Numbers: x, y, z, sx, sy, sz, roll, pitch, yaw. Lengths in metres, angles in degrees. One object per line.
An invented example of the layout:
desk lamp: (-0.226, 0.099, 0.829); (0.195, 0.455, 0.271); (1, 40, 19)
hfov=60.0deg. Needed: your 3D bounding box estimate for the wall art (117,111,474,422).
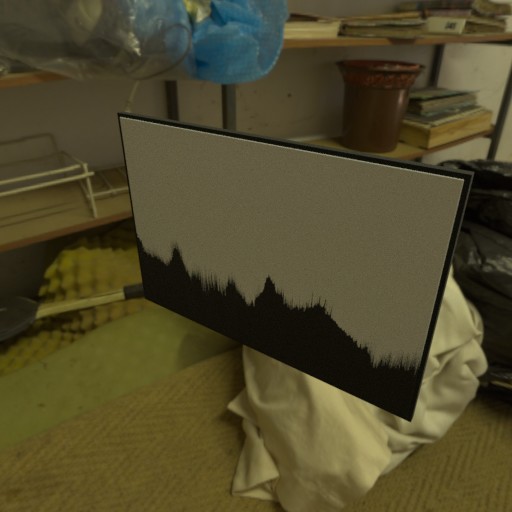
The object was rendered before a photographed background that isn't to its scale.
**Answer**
wall art: (0.000, 0.000, 1.490); (1.190, 0.805, 0.028); (19, 34, 30)
